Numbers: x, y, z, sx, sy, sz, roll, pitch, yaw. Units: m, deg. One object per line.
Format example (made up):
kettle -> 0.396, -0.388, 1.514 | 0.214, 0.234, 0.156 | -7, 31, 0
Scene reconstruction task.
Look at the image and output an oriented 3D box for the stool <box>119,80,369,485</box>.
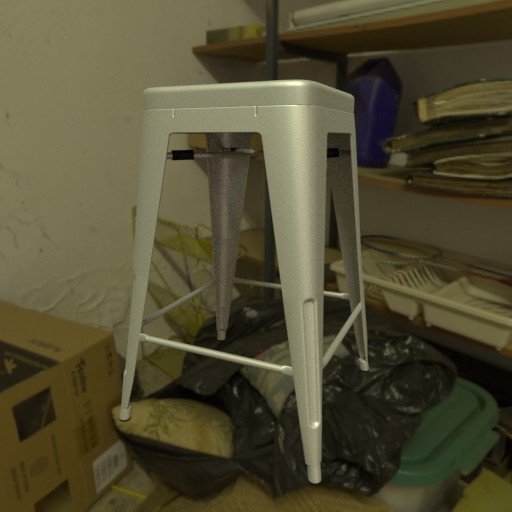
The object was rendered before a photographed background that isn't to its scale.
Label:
stool -> 0.000, 0.000, 0.876 | 0.406, 0.610, 0.406 | 7, 16, 24
